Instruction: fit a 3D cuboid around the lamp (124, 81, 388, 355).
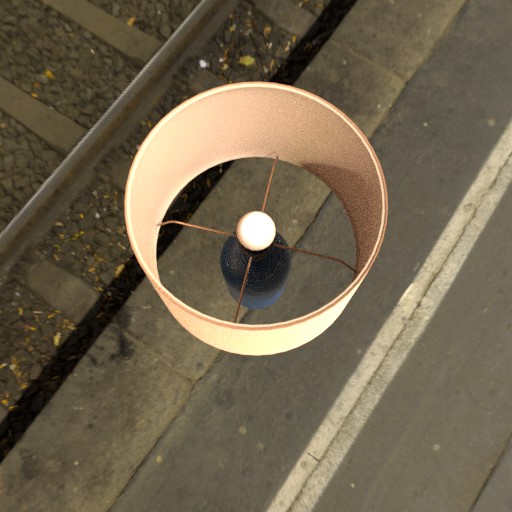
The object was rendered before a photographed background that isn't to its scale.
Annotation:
[{"bbox_3d":[0.000,0.000,0.834,0.367,0.609,0.367,0,76,0],"label":"lamp"}]
